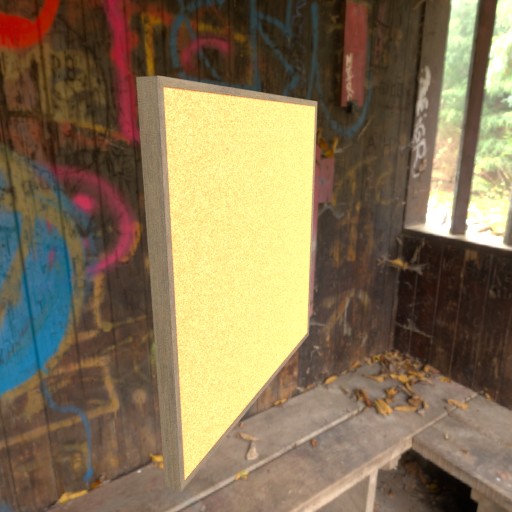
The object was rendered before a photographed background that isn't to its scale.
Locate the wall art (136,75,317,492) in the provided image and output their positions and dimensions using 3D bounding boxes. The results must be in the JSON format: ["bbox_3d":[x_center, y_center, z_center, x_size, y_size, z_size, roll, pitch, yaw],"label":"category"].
[{"bbox_3d":[0.000,0.000,1.096,0.039,0.758,0.758,8,18,25],"label":"wall art"}]
